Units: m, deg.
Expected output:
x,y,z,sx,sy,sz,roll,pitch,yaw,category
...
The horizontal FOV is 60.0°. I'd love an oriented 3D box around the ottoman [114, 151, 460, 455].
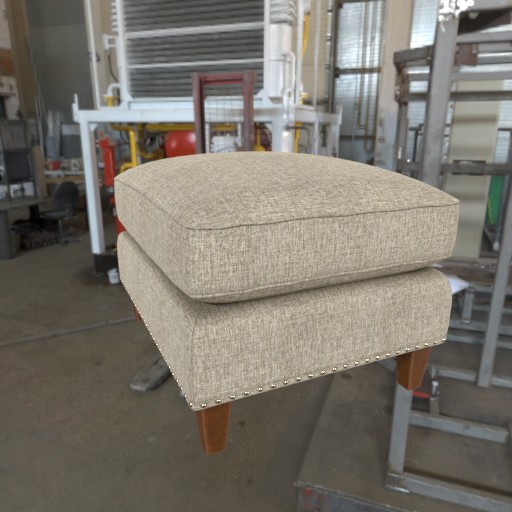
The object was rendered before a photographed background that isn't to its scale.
x,y,z,sx,sy,sz,roll,pitch,yaw,category
0.000,0.000,1.126,0.584,0.513,0.741,-8,18,-24,ottoman
